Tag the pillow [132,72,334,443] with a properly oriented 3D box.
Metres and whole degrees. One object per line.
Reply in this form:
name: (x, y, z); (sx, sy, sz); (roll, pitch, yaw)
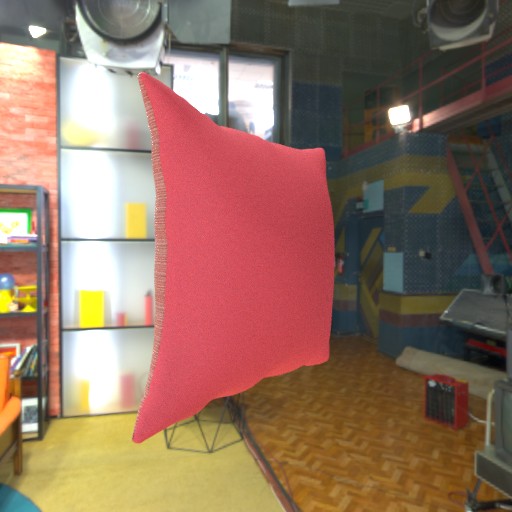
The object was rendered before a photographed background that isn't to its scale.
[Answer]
pillow: (0.000, 0.000, 0.814); (0.229, 0.501, 0.559); (1, 1, 36)
